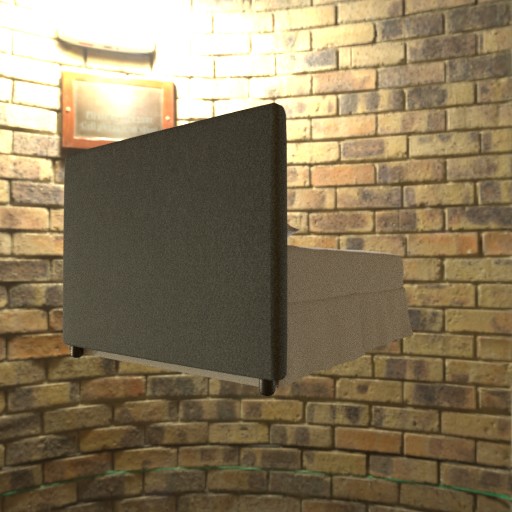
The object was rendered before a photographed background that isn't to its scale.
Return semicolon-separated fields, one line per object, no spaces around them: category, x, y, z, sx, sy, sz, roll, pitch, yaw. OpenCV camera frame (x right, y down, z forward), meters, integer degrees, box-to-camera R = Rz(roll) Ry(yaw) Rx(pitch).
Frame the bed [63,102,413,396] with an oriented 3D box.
bed;0.000;0.000;3.283;1.723;1.330;2.142;-1;-2;35
